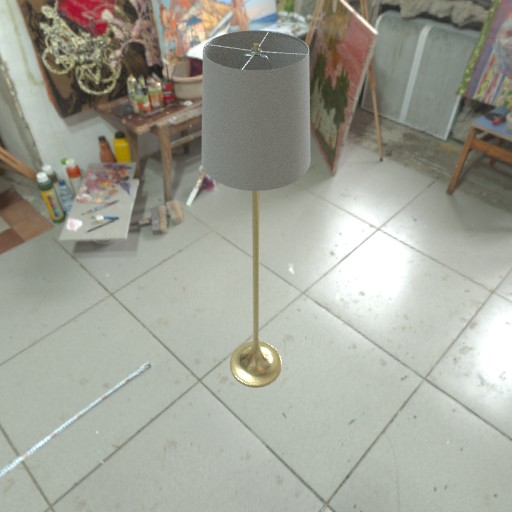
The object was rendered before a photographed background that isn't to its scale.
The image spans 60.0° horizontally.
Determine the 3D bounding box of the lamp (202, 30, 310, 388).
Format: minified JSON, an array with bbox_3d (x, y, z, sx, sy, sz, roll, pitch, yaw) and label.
[{"bbox_3d":[0.000,0.000,1.685,0.337,1.543,0.337,0,45,0],"label":"lamp"}]
